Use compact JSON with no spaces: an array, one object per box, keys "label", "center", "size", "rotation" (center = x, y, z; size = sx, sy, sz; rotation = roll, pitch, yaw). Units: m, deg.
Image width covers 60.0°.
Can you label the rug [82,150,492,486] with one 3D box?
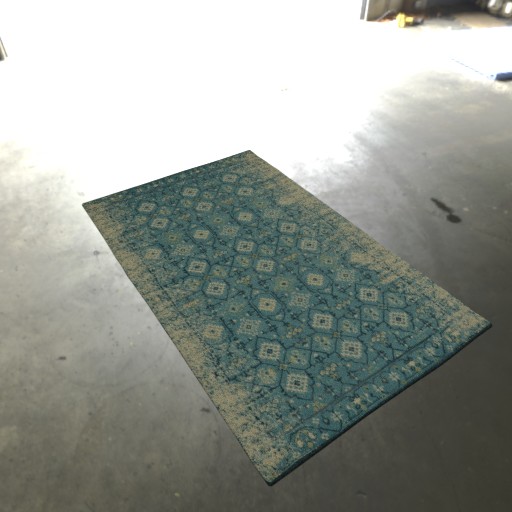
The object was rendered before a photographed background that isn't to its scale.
[{"label":"rug","center":[0.000,0.000,2.885],"size":[1.530,0.015,2.449],"rotation":[-24,47,-25]}]
